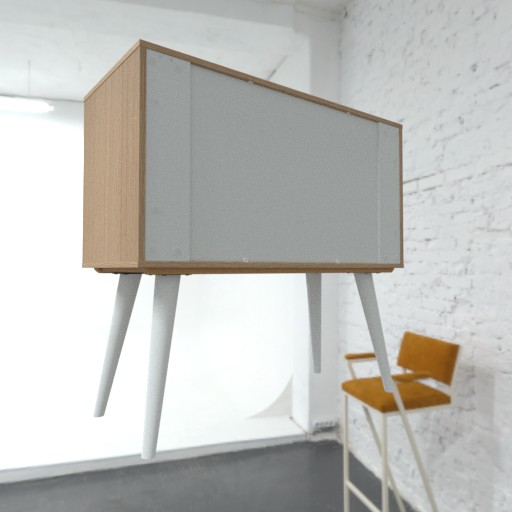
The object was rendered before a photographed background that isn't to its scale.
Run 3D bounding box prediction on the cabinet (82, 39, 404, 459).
[{"bbox_3d":[0.000,0.000,1.556,1.057,1.016,0.470,1,-2,-37],"label":"cabinet"}]
